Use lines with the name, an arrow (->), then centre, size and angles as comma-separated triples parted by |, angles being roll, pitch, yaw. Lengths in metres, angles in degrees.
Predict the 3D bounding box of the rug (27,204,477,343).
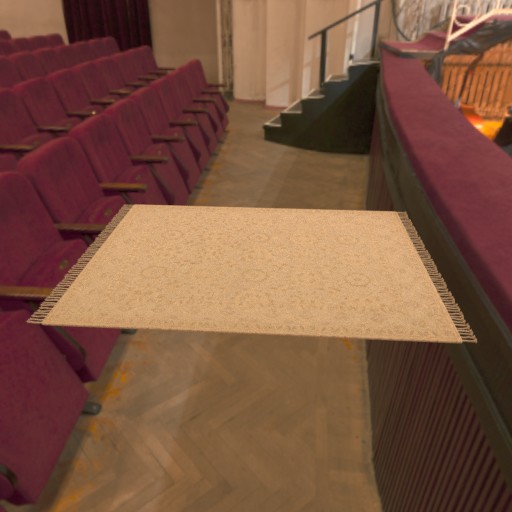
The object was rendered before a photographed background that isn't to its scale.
rug -> 0.000, 0.000, 2.264 | 1.771, 0.015, 1.223 | 2, 30, 3
